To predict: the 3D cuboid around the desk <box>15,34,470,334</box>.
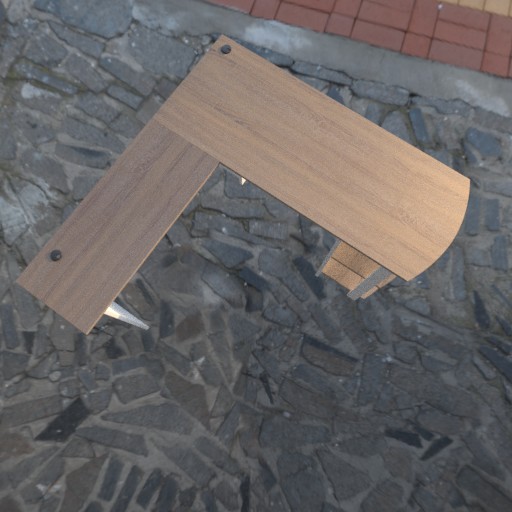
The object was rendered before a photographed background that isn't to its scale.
[{"bbox_3d":[0.000,0.000,2.083,1.303,0.716,1.361,34,78,8],"label":"desk"}]
